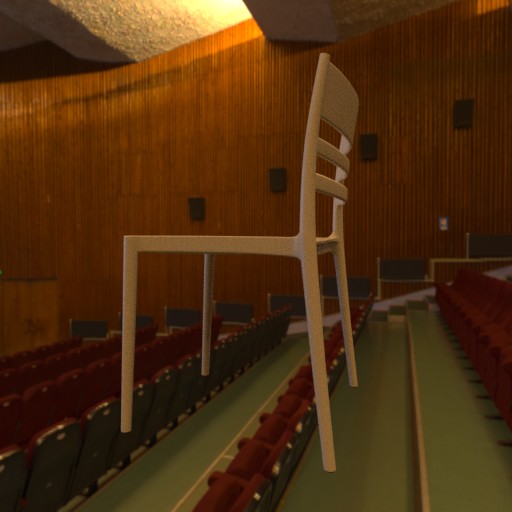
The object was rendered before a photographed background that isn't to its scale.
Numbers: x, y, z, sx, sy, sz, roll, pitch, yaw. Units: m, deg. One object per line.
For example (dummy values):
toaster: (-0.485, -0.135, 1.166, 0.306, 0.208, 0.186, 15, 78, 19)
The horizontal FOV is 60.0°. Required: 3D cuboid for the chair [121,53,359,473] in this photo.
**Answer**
chair: (0.000, 0.000, 1.146, 0.511, 0.800, 0.531, 1, 2, 17)
